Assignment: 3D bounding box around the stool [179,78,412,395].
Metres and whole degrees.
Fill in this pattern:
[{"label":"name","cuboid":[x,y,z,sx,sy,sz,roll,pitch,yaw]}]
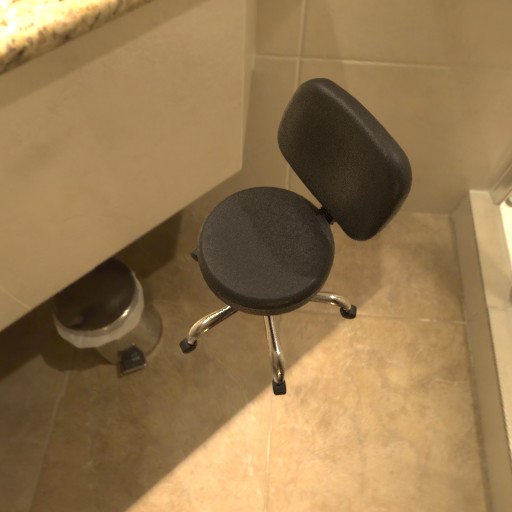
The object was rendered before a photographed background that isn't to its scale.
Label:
[{"label":"stool","cuboid":[0.000,0.000,1.332,0.648,0.862,0.673,-29,67,-14]}]
